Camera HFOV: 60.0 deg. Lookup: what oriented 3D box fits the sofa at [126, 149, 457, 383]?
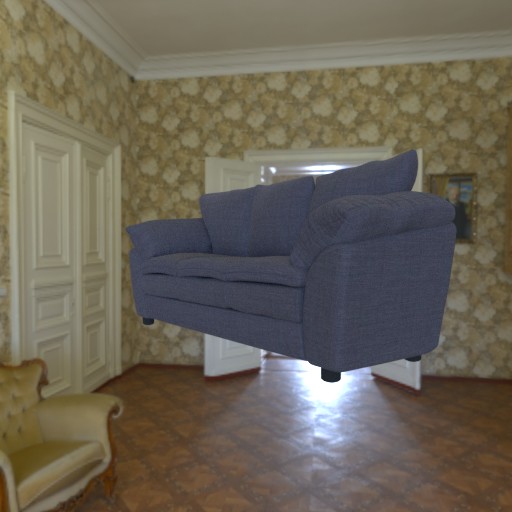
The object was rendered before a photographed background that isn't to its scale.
[{"bbox_3d":[0.000,0.000,2.883,0.883,1.080,2.336,0,0,-37],"label":"sofa"}]
